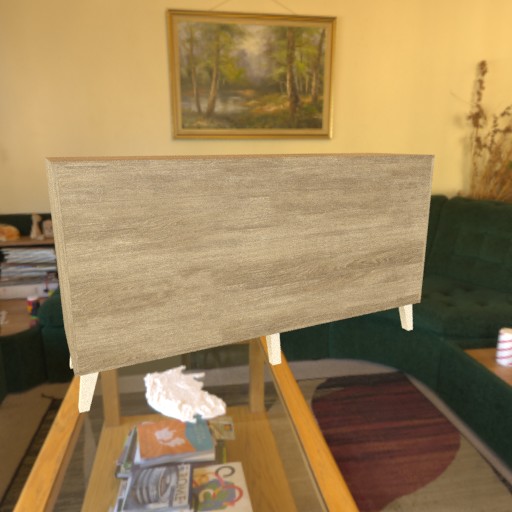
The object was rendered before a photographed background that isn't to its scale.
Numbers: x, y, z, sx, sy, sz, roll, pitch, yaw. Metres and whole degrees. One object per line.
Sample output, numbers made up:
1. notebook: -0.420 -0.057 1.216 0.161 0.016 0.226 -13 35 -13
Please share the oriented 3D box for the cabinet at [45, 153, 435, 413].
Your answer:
1. cabinet: 0.000 0.000 1.975 1.600 0.870 0.450 -7 16 -26
